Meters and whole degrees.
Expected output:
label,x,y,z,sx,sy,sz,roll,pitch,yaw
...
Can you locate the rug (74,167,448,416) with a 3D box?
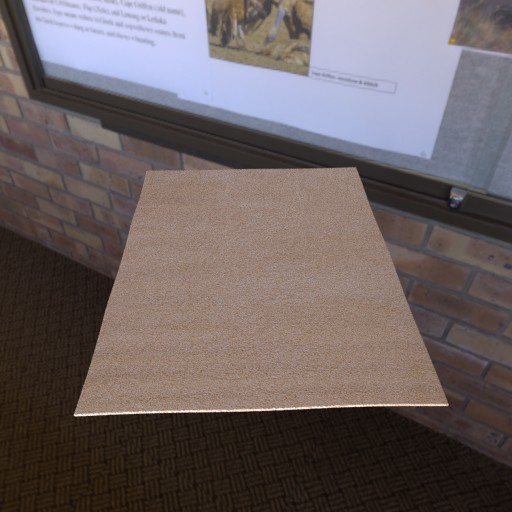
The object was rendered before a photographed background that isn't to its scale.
label,x,y,z,sx,sy,sz,roll,pitch,yaw
rug,0.000,0.000,3.967,2.400,0.025,3.000,-1,41,-1
